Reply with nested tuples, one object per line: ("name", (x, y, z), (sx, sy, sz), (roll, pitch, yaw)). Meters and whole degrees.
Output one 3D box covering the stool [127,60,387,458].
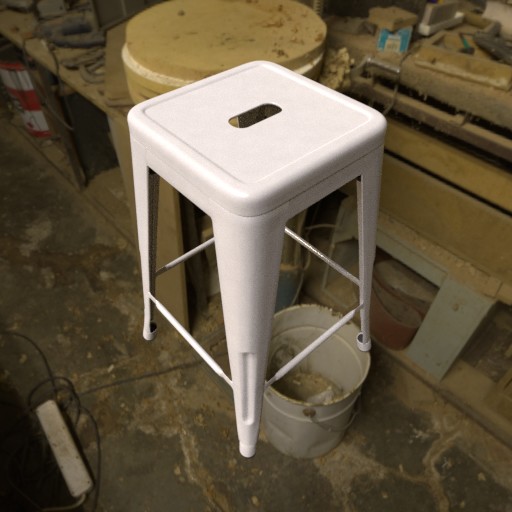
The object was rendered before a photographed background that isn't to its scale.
("stool", (0.000, 0.000, 0.871), (0.406, 0.610, 0.406), (-33, 55, -27))
